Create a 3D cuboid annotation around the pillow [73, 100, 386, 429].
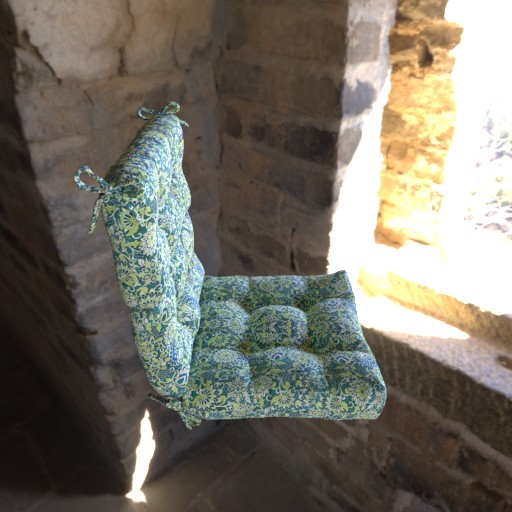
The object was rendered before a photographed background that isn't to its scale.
[{"bbox_3d":[0.000,0.000,1.025,0.571,0.605,0.519,0,32,0],"label":"pillow"}]
